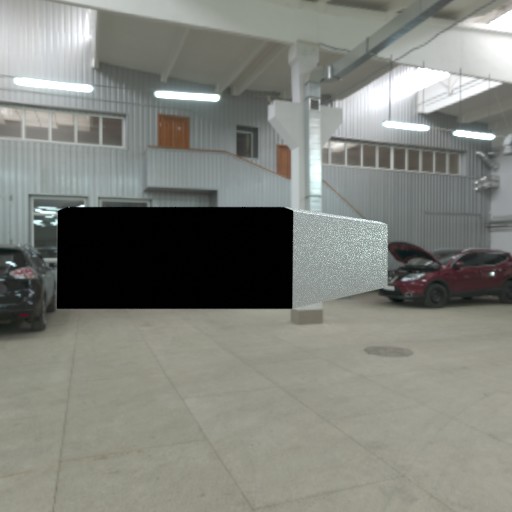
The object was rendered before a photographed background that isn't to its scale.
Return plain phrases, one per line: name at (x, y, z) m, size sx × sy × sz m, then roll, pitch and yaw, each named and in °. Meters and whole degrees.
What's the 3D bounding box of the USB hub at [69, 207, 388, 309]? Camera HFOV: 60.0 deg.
USB hub at (0.000, 0.000, 0.127) m, size 0.044 × 0.023 × 0.110 m, roll 1°, pitch 1°, yaw 34°
